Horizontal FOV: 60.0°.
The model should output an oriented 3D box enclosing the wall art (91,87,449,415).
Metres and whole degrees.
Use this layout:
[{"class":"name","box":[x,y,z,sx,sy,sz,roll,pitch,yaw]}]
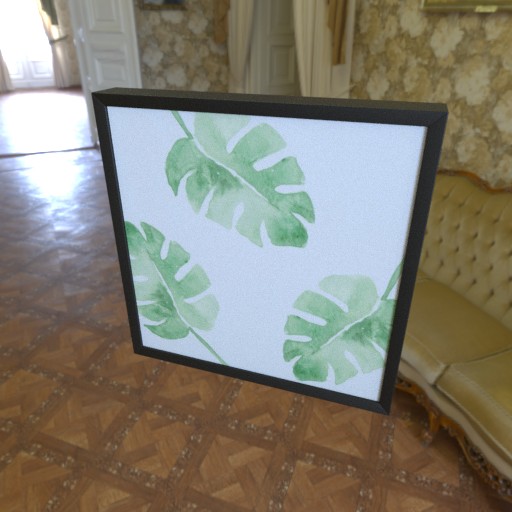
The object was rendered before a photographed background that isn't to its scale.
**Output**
[{"class":"wall art","box":[0.000,0.000,0.447,0.304,0.304,0.038,9,29,16]}]
